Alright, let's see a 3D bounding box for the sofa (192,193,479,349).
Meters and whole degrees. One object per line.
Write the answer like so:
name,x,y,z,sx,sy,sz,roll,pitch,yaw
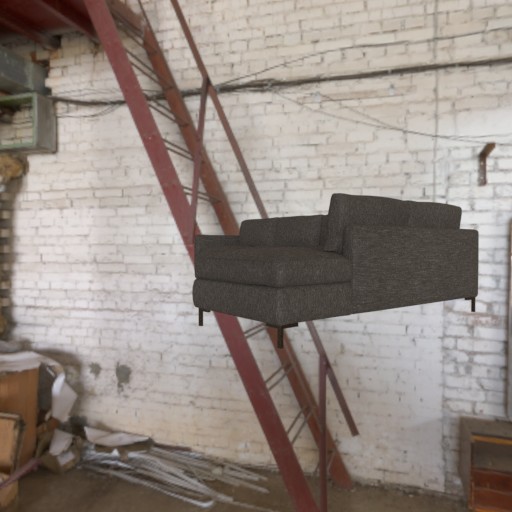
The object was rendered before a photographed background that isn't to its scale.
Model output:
sofa,0.000,0.000,3.850,2.007,0.815,2.949,-1,2,-38
